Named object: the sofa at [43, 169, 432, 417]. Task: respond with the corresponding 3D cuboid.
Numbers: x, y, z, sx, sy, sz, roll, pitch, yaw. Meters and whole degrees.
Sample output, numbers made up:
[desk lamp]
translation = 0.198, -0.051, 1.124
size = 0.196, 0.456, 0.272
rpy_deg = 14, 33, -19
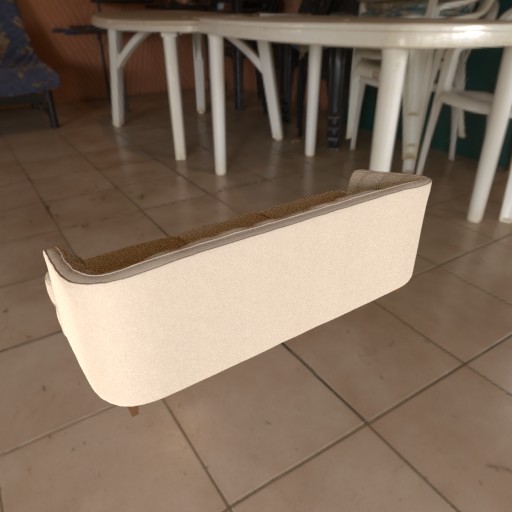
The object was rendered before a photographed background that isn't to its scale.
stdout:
[sofa]
translation = 0.000, 0.000, 2.720
size = 2.278, 0.855, 0.941
rpy_deg = -19, 34, -29
